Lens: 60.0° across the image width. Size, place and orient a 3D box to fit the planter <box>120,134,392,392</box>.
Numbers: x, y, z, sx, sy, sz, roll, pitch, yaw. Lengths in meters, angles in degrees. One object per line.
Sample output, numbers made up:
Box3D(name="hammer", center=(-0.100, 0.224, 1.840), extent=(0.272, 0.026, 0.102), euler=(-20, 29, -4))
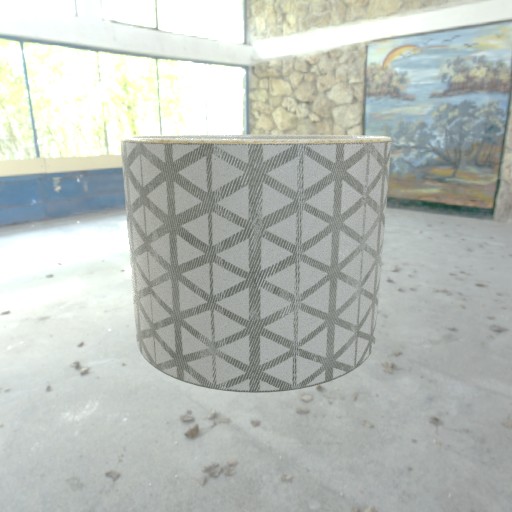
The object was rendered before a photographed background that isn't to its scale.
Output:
Box3D(name="planter", center=(0.000, 0.000, 0.458), extent=(0.250, 0.239, 0.250), euler=(0, 16, 0))
